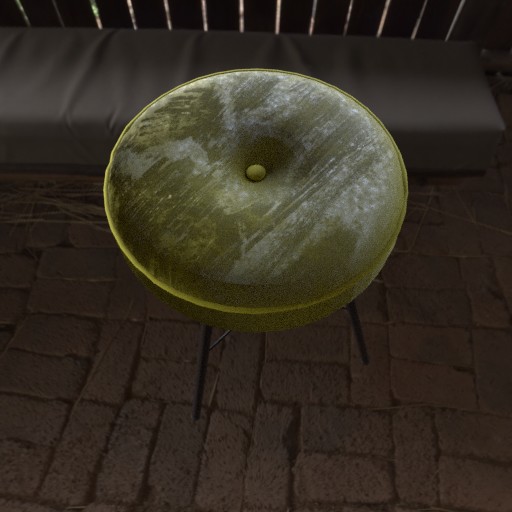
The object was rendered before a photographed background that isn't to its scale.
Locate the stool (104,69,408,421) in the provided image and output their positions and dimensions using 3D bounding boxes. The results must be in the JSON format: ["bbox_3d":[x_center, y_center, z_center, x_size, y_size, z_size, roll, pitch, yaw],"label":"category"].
[{"bbox_3d":[0.000,0.000,0.807,0.409,0.508,0.409,-16,63,-8],"label":"stool"}]
